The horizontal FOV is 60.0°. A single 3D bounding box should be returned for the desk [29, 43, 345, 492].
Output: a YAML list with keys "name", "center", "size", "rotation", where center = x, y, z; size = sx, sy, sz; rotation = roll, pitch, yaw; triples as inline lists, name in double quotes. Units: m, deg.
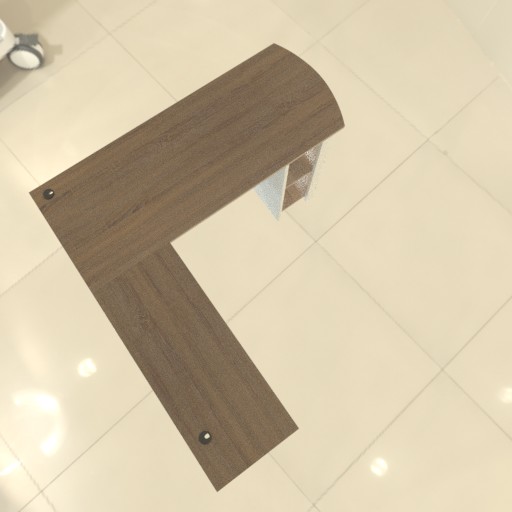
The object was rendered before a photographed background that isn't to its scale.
- name: "desk"
  center: [0.000, 0.000, 2.103]
  size: [1.303, 0.716, 1.361]
  rotation: [-35, 78, -8]
